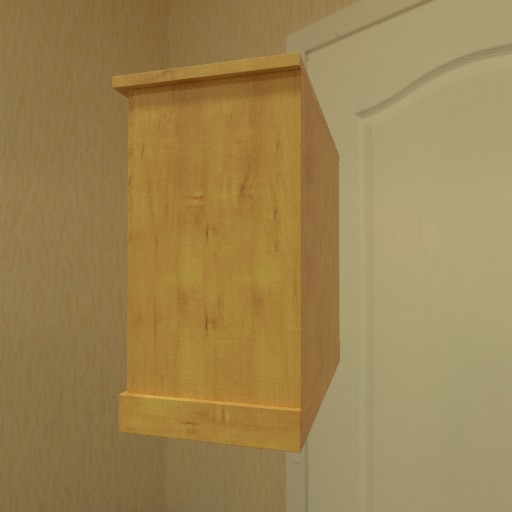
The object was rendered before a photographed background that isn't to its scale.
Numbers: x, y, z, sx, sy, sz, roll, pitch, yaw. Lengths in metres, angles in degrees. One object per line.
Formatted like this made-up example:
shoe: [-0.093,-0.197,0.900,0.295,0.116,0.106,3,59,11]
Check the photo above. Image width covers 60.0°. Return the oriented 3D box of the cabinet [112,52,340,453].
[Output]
cabinet: [0.000,0.000,1.428,0.450,0.840,0.920,0,-1,16]
